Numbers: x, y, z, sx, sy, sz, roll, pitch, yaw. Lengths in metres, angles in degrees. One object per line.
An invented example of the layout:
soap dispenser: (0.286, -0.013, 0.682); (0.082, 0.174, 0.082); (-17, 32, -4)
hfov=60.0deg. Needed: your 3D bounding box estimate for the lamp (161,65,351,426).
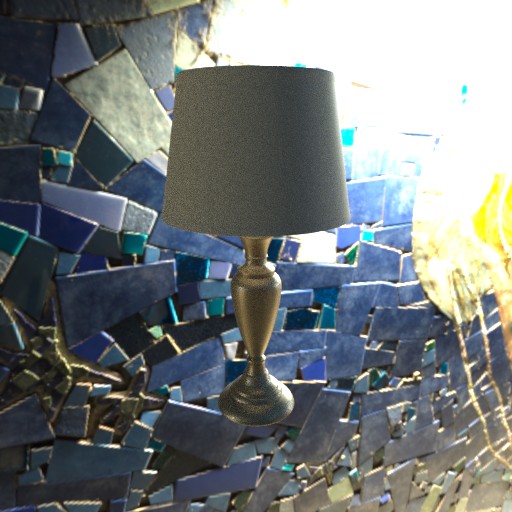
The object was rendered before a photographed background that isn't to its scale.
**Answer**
lamp: (0.000, 0.000, 0.806); (0.328, 0.612, 0.328); (0, 16, 0)
